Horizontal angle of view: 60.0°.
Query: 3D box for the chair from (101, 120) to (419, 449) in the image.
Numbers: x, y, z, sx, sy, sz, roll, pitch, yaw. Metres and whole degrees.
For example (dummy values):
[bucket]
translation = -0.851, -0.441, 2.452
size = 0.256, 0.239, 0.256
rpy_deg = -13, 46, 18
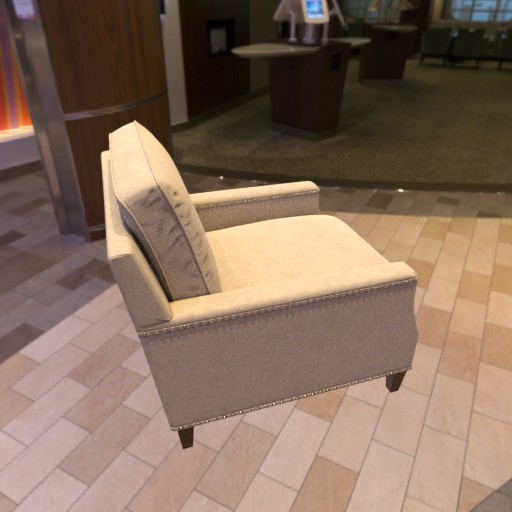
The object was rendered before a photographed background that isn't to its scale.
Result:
[chair]
translation = 0.000, 0.000, 1.700
size = 1.014, 0.943, 0.853
rpy_deg = -9, 32, -15
